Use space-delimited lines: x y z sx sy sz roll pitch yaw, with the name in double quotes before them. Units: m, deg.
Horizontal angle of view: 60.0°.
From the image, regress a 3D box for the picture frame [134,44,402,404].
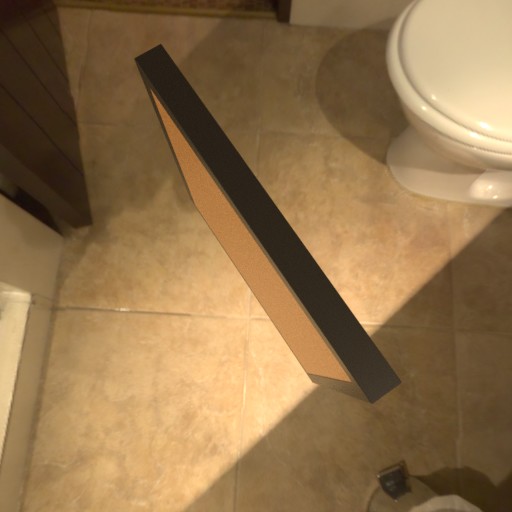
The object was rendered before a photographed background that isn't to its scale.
"picture frame" 0.000 0.000 0.537 0.029 0.353 0.355 -33 79 -7
